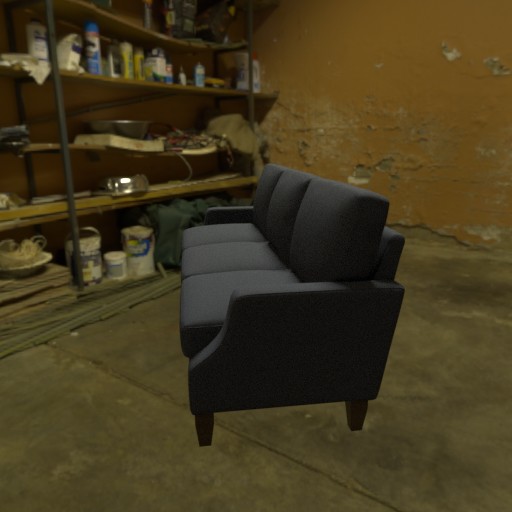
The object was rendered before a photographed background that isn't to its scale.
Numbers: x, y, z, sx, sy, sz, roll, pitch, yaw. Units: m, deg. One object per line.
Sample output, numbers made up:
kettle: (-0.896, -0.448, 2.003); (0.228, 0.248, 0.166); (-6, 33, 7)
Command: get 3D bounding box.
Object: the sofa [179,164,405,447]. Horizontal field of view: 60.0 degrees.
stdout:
sofa: (0.000, 0.000, 2.640); (0.888, 0.984, 2.115); (-2, 15, -9)
